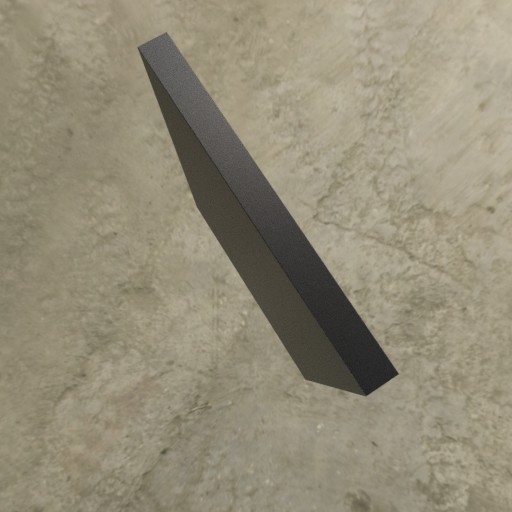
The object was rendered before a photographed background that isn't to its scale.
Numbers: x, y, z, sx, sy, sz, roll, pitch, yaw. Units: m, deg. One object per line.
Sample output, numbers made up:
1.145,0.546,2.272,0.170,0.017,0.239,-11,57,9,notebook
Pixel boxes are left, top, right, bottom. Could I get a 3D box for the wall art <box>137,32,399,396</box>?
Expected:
0.000,0.000,0.519,0.028,0.380,0.325,-31,78,-7,wall art
